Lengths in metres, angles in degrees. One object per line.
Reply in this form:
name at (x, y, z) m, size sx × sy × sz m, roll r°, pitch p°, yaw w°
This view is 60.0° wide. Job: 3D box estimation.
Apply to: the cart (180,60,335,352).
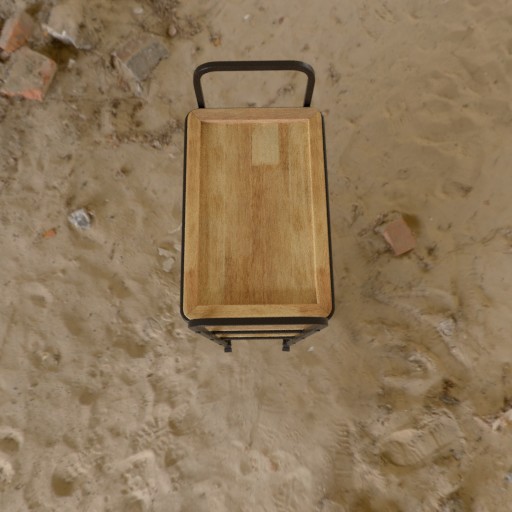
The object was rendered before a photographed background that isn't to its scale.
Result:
cart at (0.000, 0.000, 1.344) m, size 0.321 × 1.080 × 0.545 m, roll -1°, pitch 76°, yaw 0°
